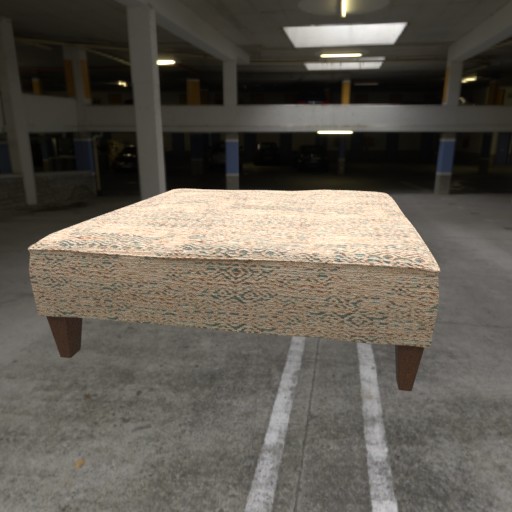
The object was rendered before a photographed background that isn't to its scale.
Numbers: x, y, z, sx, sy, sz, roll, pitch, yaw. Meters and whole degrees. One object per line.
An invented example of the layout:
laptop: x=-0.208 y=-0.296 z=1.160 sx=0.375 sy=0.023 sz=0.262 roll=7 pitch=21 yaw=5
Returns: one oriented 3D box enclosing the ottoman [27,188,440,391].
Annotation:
ottoman: x=0.000 y=0.000 z=1.502 sx=0.968 sy=0.356 sz=1.004 roll=3 pitch=16 yaw=10
